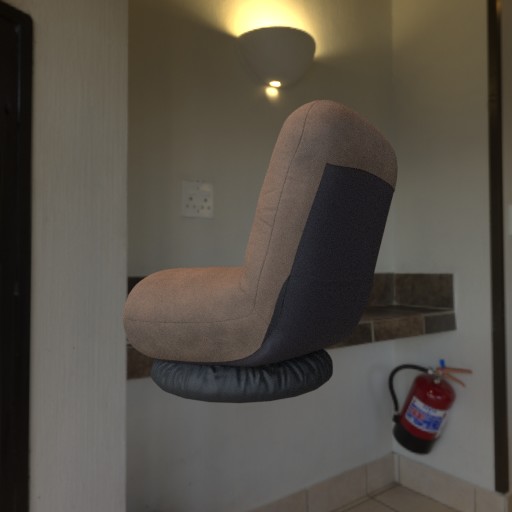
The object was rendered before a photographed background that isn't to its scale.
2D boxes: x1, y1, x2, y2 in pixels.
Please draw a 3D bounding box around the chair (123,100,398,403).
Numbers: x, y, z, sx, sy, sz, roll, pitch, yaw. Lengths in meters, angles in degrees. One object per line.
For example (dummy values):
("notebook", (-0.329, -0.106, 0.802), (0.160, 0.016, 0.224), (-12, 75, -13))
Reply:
("chair", (0.000, 0.000, 1.060), (0.597, 0.594, 0.521), (-1, -2, 35))
